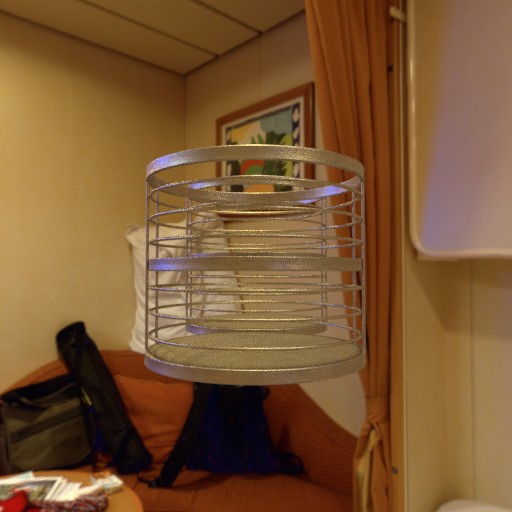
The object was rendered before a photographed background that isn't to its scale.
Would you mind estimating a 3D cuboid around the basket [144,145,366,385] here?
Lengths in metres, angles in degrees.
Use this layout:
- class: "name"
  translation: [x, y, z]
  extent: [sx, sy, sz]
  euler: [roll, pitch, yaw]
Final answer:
- class: "basket"
  translation: [0.000, 0.000, 0.933]
  extent: [0.356, 0.351, 0.746]
  euler: [0, -2, 0]
